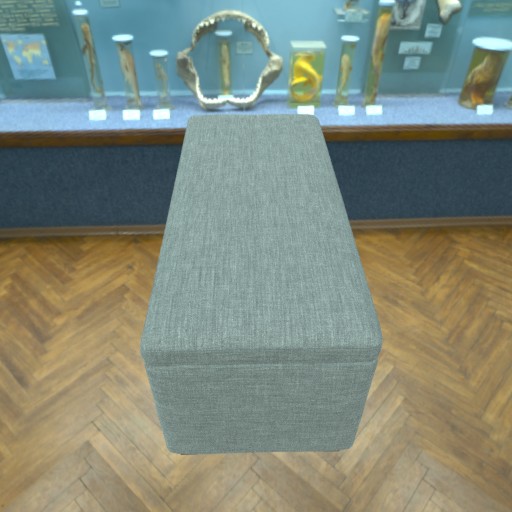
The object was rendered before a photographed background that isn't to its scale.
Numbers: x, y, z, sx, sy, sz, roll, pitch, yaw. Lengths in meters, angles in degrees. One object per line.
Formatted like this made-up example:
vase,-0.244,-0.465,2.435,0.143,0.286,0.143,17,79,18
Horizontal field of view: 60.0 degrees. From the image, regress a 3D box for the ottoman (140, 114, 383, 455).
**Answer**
ottoman,0.000,0.000,1.163,0.419,0.432,0.902,-1,41,-1
